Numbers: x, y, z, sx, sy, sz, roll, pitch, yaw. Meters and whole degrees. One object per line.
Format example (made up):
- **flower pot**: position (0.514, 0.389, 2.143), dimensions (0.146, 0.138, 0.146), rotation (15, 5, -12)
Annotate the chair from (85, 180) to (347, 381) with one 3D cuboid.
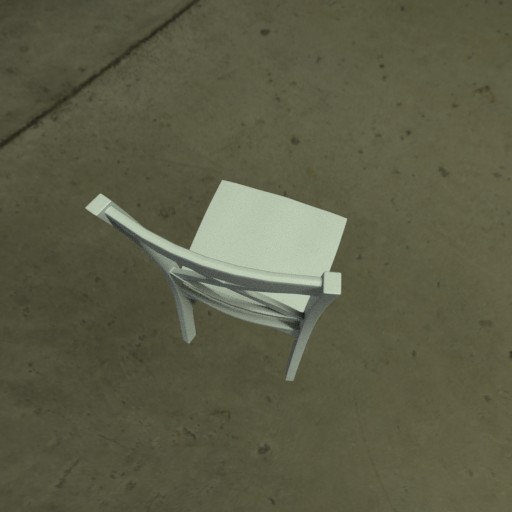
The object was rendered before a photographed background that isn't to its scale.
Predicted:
- **chair**: position (0.000, 0.000, 1.317), dimensions (0.485, 0.983, 0.542), rotation (18, 65, 9)
